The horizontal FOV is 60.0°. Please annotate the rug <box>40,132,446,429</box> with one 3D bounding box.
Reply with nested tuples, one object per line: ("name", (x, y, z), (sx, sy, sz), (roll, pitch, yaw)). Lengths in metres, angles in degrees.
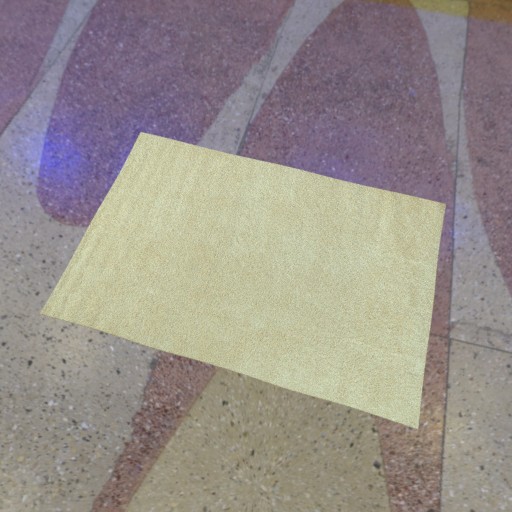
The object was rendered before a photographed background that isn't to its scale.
("rug", (0.000, 0.000, 3.409), (2.699, 0.025, 1.800), (15, 63, 8))
